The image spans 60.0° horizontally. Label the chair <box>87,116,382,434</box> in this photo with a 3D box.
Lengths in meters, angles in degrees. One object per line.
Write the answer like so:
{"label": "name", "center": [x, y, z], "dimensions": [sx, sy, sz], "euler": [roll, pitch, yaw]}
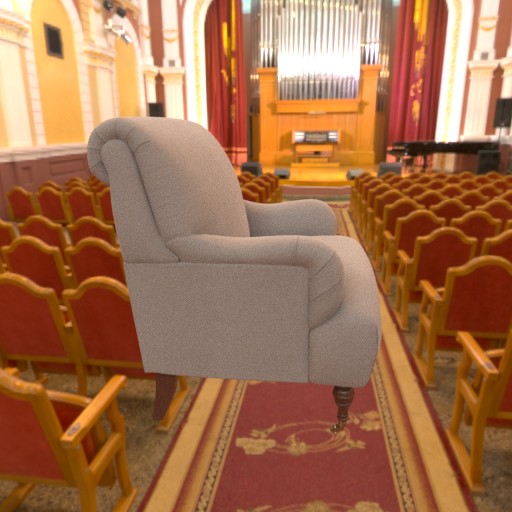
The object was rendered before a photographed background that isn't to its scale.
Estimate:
{"label": "chair", "center": [0.000, 0.000, 1.574], "dimensions": [0.842, 0.942, 0.766], "euler": [2, 16, 8]}
